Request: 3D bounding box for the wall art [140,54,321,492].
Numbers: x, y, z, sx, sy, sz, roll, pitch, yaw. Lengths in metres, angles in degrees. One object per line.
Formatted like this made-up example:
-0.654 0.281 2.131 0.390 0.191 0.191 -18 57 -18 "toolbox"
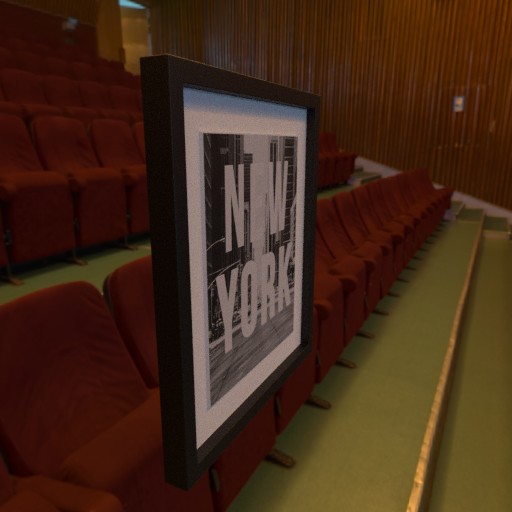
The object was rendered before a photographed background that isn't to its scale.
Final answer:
0.000 0.000 0.516 0.028 0.381 0.328 7 16 27 "wall art"
